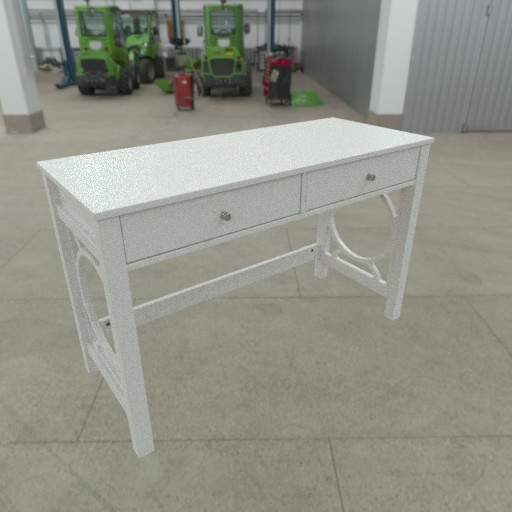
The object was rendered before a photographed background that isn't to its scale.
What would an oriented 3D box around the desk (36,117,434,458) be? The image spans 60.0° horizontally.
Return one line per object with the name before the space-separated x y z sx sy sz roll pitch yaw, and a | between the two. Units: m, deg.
desk | 0.000 0.000 1.576 1.191 0.762 0.504 -19 33 -32
